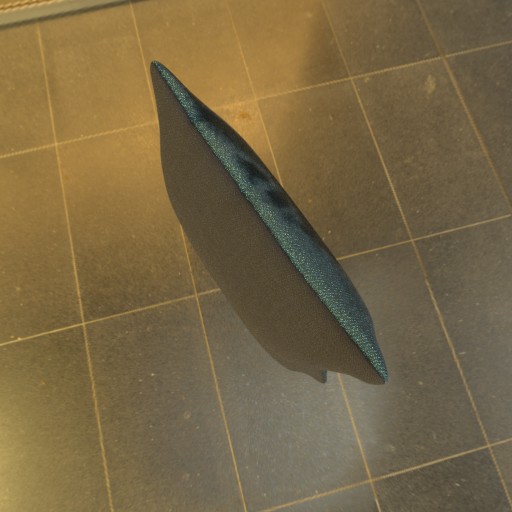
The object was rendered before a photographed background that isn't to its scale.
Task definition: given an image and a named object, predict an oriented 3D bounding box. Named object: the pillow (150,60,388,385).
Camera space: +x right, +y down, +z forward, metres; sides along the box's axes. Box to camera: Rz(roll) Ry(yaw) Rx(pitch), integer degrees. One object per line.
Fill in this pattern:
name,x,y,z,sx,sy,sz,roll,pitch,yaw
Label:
pillow,0.000,0.000,0.650,0.138,0.430,0.436,-33,77,-9
